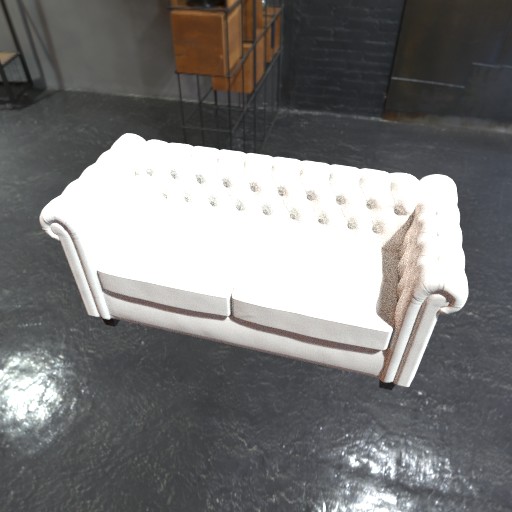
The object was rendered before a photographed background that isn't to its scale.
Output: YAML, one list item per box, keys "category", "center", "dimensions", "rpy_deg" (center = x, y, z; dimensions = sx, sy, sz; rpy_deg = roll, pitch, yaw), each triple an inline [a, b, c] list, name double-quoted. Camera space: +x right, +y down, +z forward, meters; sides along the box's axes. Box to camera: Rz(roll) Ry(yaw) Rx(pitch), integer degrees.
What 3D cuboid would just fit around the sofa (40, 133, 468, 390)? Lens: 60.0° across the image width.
- category: "sofa"
  center: [0.000, 0.000, 2.250]
  dimensions: [1.798, 0.796, 0.771]
  rpy_deg: [10, 43, 11]
